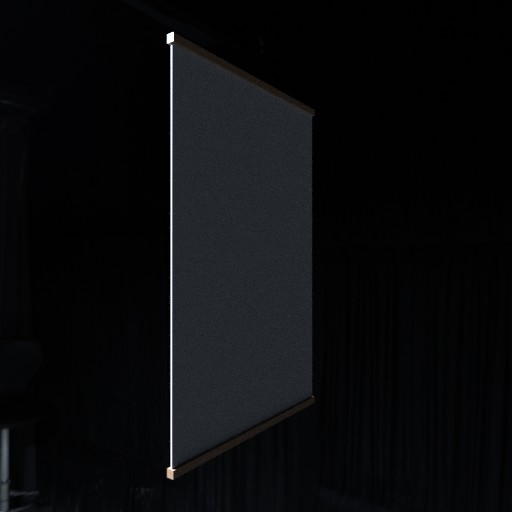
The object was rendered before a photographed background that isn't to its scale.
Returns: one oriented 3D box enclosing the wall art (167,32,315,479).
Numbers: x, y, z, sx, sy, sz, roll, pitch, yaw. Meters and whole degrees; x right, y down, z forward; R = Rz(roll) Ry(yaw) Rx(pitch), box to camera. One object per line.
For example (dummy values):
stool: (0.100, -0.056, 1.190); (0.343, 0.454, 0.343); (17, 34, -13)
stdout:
wall art: (0.000, 0.000, 1.913); (0.030, 1.519, 0.990); (0, 0, 36)
